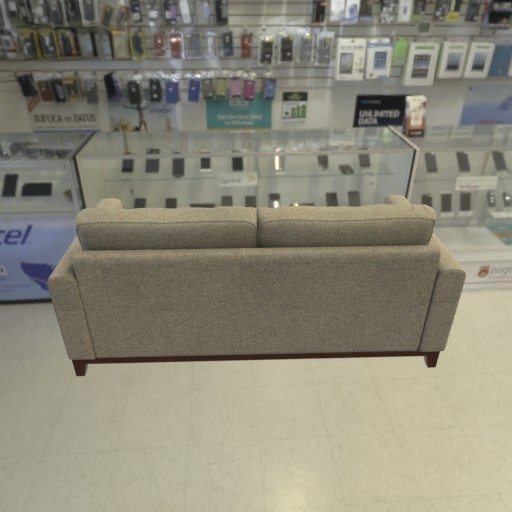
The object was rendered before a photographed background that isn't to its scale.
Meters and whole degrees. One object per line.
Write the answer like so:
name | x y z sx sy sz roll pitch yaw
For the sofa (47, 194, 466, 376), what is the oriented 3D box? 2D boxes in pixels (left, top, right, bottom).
sofa | 0.000 0.000 2.555 1.978 0.892 0.969 -1 31 -2
